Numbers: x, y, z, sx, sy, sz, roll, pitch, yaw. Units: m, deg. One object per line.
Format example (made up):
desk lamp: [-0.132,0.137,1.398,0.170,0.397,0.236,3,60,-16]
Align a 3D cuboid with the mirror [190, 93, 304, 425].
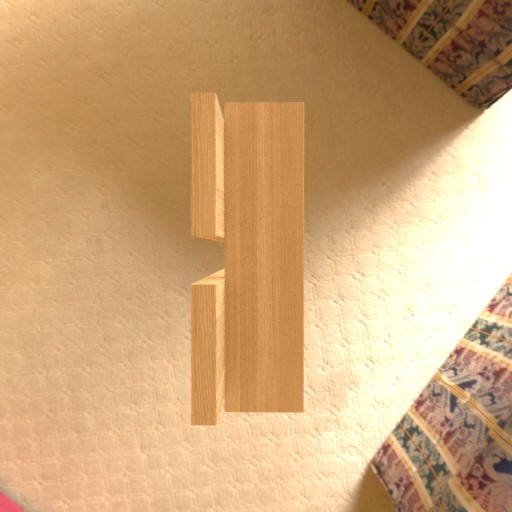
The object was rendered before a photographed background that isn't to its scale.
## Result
mirror: [0.000,0.000,1.563,0.260,1.250,0.800,0,91,1]
